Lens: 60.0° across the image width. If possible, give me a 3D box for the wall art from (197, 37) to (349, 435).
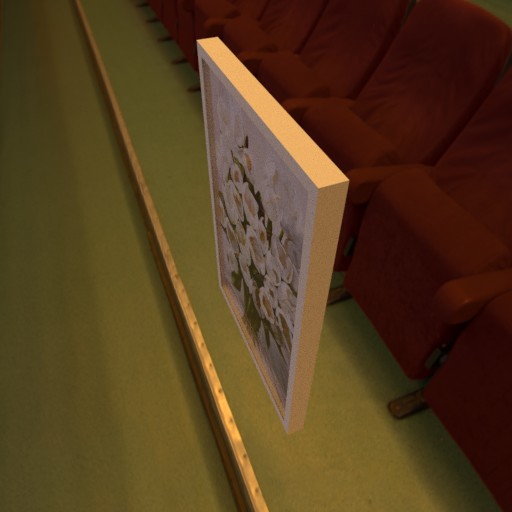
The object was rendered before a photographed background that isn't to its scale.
[{"bbox_3d":[0.000,0.000,0.562,0.025,0.428,0.293,-16,48,-15],"label":"wall art"}]
